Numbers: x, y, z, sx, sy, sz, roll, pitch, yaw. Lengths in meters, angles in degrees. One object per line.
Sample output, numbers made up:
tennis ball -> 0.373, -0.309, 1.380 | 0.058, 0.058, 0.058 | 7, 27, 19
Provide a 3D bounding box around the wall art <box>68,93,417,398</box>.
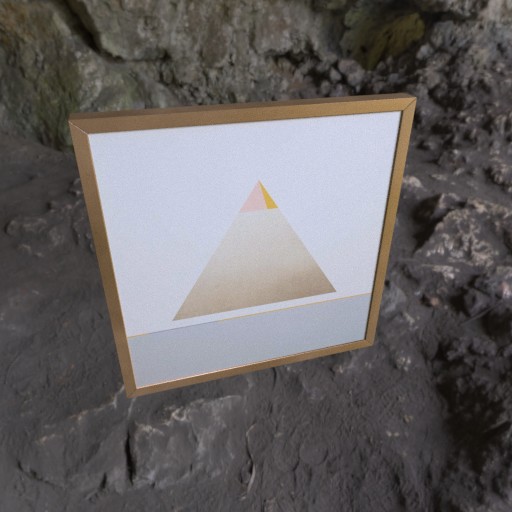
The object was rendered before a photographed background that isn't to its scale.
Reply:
wall art -> 0.000, 0.000, 0.775 | 0.513, 0.511, 0.038 | -9, 32, -14
